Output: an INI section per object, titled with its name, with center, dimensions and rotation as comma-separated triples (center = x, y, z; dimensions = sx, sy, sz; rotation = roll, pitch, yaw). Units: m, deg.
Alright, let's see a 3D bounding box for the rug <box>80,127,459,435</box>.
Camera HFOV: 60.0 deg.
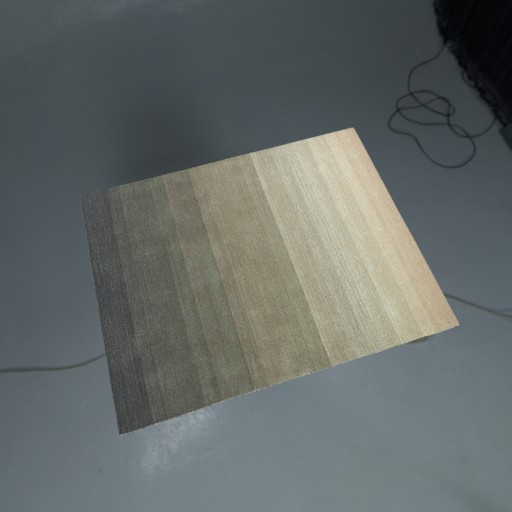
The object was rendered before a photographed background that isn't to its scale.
[rug]
center = 0.000, 0.000, 4.084
dimensions = 2.932, 0.015, 2.315
rotation = -16, 65, -8
